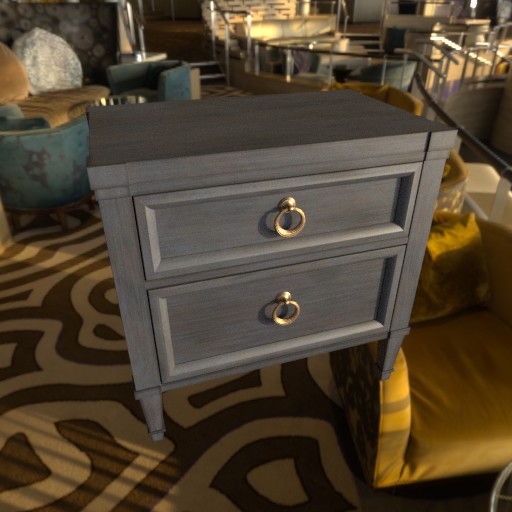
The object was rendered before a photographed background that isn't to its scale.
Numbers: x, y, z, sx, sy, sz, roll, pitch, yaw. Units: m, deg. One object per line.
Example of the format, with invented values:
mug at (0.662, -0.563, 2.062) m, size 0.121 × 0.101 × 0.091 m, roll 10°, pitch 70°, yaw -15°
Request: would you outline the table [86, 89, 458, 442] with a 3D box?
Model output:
table at (0.000, 0.000, 1.073) m, size 0.660 × 0.660 × 0.413 m, roll -10°, pitch 32°, yaw -15°
